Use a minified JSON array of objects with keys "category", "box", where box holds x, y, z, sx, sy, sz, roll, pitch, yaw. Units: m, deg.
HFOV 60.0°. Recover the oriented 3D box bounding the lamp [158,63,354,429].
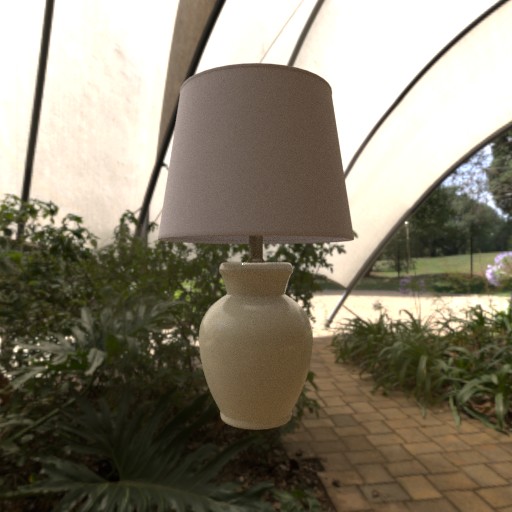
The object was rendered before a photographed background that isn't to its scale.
[{"category":"lamp","box":[0.000,0.000,0.552,0.239,0.399,0.239,0,0,0]}]
